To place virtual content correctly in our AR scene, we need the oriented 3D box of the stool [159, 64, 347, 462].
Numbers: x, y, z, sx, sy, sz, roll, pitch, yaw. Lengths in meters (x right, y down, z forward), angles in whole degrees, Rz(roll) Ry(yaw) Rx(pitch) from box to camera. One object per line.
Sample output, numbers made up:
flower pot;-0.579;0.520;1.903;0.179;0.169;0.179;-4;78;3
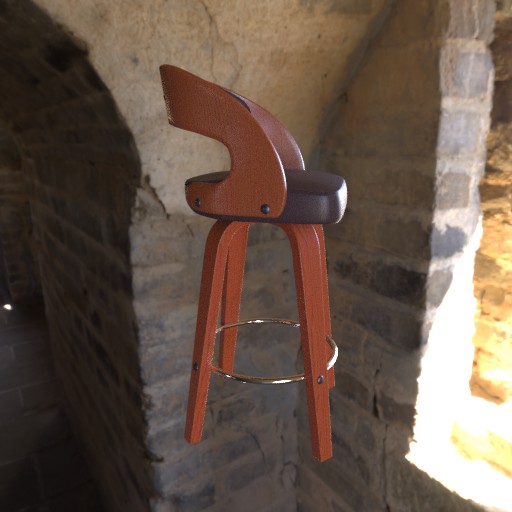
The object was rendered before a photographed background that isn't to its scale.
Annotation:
stool;0.000;0.000;1.178;0.457;0.940;0.457;3;15;11
